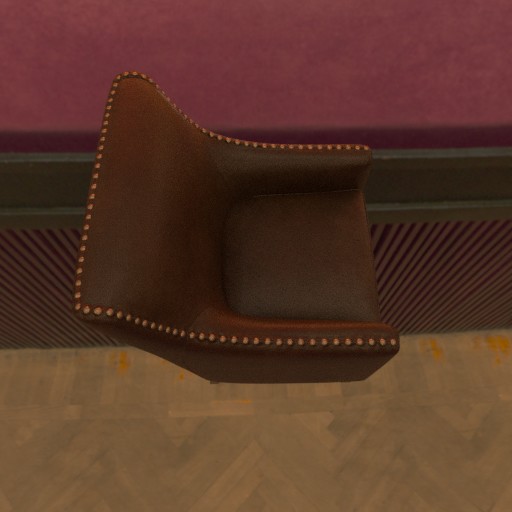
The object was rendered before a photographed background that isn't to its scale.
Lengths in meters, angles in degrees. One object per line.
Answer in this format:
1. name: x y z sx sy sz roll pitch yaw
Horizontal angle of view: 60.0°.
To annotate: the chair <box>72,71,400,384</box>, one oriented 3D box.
1. chair: 0.000 0.000 1.286 0.704 0.813 0.639 0 64 0
